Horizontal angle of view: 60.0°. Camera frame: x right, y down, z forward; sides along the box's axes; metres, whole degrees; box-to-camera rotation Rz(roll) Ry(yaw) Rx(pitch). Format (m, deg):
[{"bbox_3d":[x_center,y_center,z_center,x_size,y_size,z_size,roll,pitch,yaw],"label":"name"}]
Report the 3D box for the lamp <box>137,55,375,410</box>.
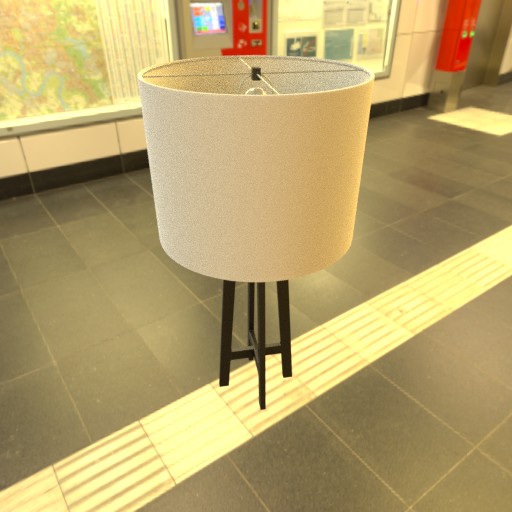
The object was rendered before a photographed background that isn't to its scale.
[{"bbox_3d":[0.000,0.000,0.618,0.257,0.489,0.257,20,37,29],"label":"lamp"}]
